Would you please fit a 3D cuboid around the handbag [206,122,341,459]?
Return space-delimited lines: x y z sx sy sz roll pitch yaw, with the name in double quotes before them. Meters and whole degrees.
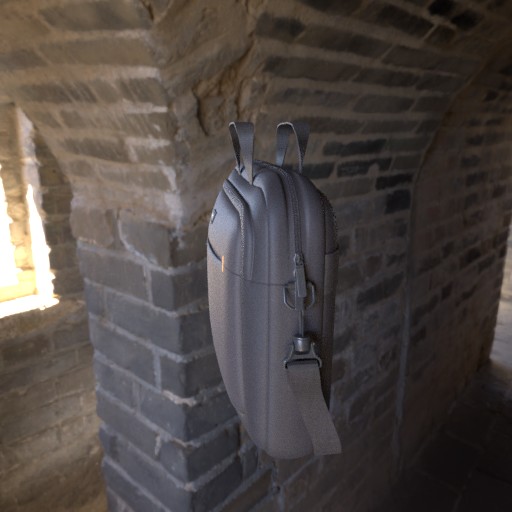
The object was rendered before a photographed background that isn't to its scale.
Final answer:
"handbag" 0.000 0.000 0.573 0.126 0.330 0.429 -2 15 -8
